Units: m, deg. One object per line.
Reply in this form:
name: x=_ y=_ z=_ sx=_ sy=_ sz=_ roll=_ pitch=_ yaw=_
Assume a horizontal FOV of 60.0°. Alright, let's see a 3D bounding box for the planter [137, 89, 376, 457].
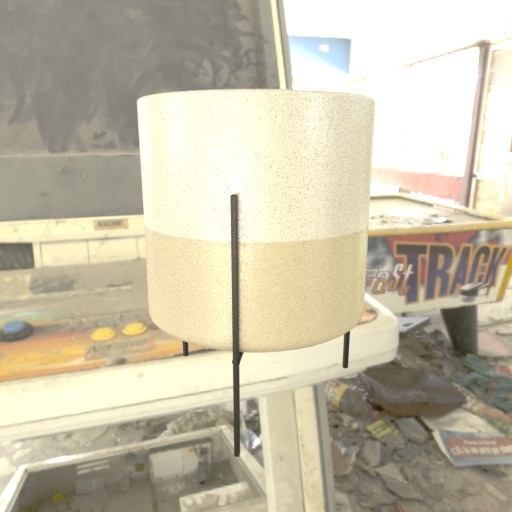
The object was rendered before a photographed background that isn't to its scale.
planter: x=0.000 y=0.000 z=0.733 sx=0.359 sy=0.484 sz=0.368 roll=2 pitch=15 yaw=8
